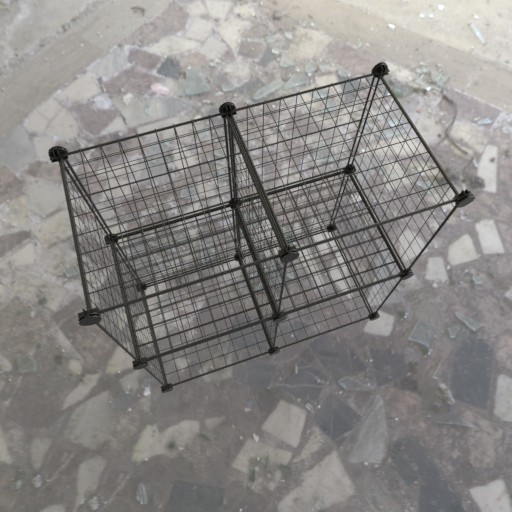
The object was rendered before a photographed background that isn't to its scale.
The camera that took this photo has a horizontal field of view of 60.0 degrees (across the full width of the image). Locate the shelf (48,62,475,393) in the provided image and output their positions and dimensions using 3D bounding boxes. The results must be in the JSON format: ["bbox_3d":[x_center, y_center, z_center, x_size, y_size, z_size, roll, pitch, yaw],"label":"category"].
[{"bbox_3d":[0.000,0.000,1.127,0.711,0.711,0.356,-17,65,-8],"label":"shelf"}]
